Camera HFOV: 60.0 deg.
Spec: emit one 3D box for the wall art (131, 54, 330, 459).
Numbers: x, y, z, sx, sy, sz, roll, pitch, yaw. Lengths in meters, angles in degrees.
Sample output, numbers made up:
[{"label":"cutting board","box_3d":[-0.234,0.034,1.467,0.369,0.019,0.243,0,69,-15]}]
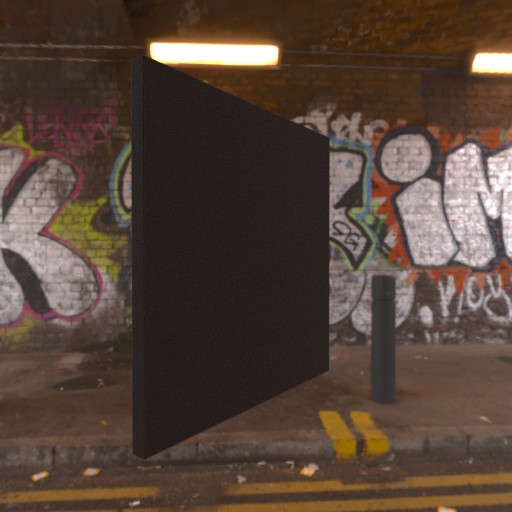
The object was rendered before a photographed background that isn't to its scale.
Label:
[{"label":"wall art","box_3d":[0.000,0.000,1.151,0.038,0.762,0.762,1,1,36]}]
